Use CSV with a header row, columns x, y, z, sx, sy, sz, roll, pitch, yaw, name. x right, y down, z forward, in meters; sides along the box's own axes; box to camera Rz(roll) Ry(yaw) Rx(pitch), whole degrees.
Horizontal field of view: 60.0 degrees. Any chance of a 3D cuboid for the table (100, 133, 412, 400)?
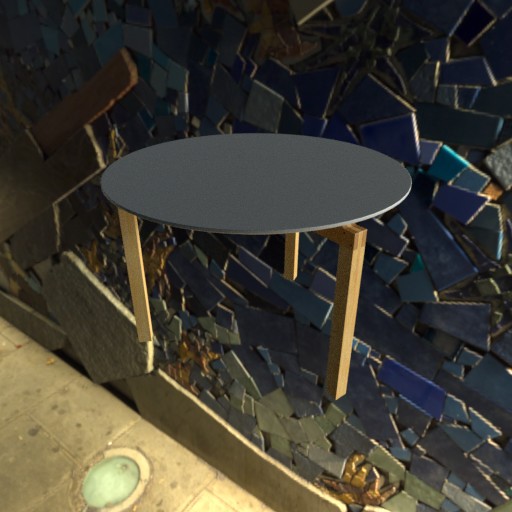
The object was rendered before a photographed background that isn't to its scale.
x,y,z,sx,sy,sz,roll,pitch,yaw,name
0.000,0.000,0.990,0.600,0.405,0.600,0,28,0,table
